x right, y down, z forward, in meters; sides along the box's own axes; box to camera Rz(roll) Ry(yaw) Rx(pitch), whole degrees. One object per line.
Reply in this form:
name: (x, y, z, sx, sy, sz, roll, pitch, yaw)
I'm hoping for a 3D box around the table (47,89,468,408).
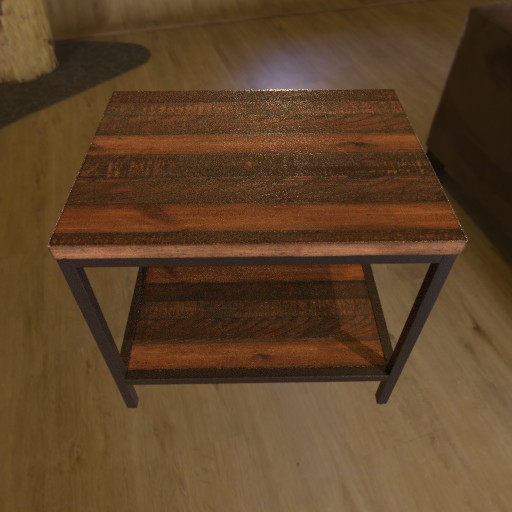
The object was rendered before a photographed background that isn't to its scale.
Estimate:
table: (0.000, 0.000, 1.113, 0.678, 0.612, 0.524, -1, 47, -1)
